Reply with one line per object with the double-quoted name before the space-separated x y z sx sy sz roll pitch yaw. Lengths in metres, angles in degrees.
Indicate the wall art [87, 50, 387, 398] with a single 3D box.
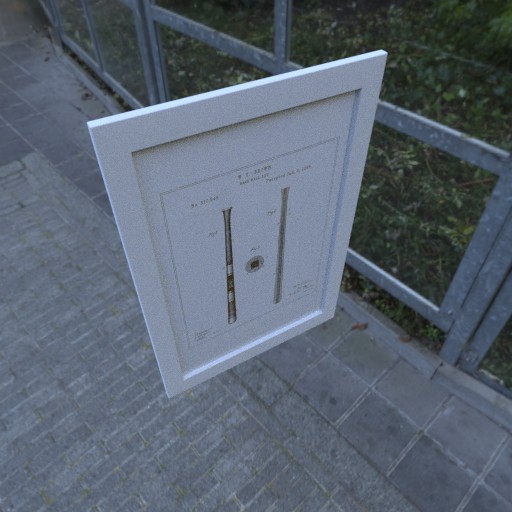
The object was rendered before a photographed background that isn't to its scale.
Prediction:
"wall art" 0.000 0.000 0.605 0.329 0.482 0.011 -22 49 -20
